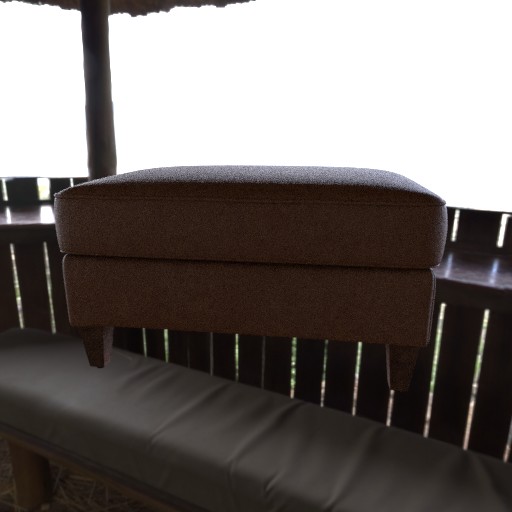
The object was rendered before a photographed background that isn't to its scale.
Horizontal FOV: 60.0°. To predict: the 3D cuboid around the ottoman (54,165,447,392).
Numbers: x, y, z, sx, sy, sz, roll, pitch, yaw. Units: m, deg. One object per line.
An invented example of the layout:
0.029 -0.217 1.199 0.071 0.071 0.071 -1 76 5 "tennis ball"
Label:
0.000 0.000 1.217 0.864 0.483 0.584 2 15 8 "ottoman"
